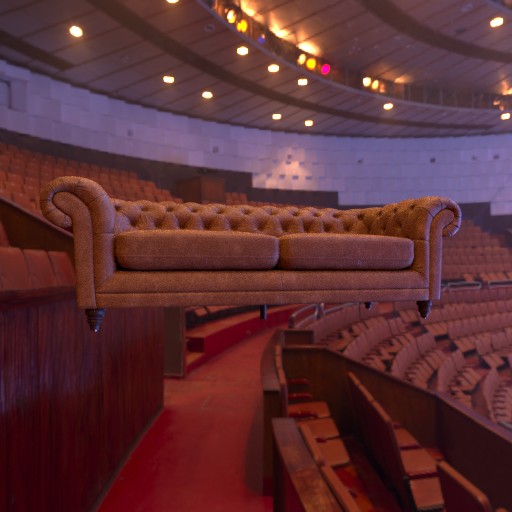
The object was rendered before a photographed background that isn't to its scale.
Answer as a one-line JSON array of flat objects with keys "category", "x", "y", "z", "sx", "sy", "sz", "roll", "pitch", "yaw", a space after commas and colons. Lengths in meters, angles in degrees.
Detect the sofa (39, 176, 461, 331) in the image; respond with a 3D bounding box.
[{"category": "sofa", "x": 0.000, "y": 0.000, "z": 2.815, "sx": 2.365, "sy": 0.760, "sz": 0.989, "roll": 0, "pitch": -2, "yaw": -17}]
